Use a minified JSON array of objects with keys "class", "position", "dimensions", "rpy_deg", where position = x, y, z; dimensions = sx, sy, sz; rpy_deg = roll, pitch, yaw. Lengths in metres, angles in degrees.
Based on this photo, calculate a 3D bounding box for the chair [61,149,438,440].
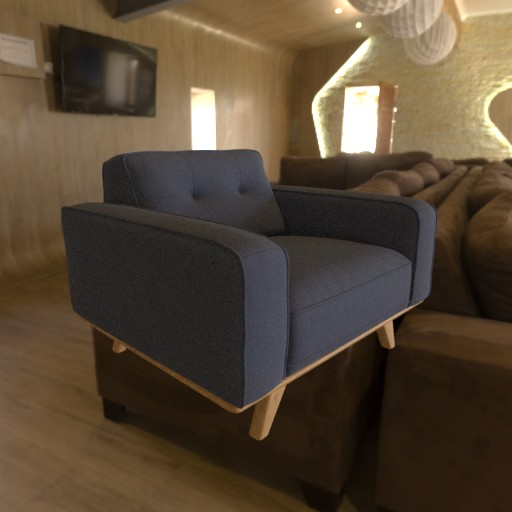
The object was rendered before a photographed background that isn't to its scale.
[{"class":"chair","position":[0.000,0.000,1.700],"dimensions":[0.953,0.783,1.118],"rpy_deg":[14,20,42]}]
